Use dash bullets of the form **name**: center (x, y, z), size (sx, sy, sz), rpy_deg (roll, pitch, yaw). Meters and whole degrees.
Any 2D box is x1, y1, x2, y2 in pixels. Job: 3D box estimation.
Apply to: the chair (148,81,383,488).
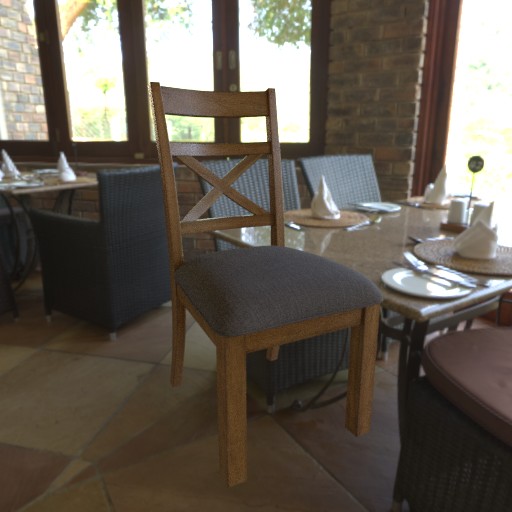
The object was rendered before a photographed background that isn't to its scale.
- **chair**: center (0.000, 0.000, 1.252), size (0.470, 0.949, 0.581), rpy_deg (-8, 17, -27)
